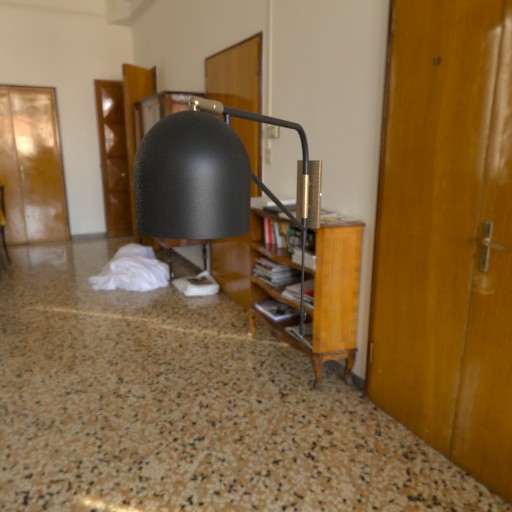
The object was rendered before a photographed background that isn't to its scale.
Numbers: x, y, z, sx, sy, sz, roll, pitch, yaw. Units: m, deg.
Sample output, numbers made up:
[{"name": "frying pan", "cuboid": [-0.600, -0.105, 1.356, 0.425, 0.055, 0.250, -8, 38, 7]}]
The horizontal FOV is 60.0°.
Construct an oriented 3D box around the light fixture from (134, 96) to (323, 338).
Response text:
[{"name": "light fixture", "cuboid": [0.000, 0.000, 1.085, 0.215, 0.696, 0.720, 7, 16, 27]}]
